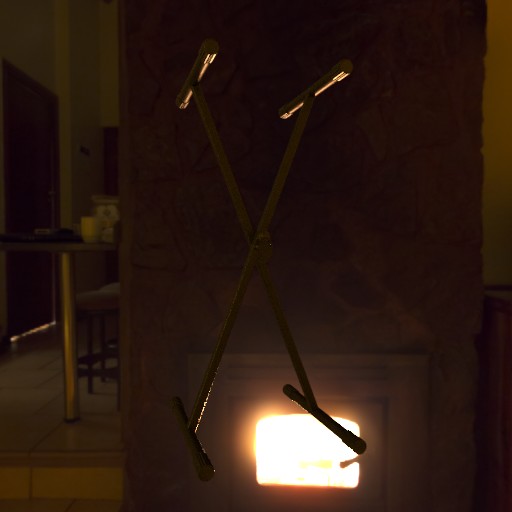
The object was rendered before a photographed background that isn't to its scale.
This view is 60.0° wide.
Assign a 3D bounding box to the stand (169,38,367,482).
[{"bbox_3d":[0.000,0.000,1.195,0.409,0.940,0.449,-1,2,-19],"label":"stand"}]
